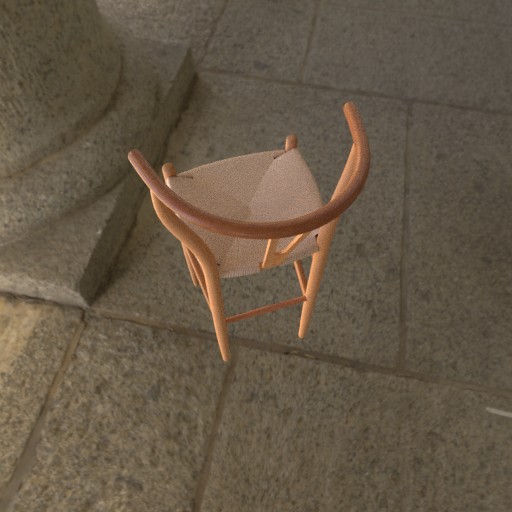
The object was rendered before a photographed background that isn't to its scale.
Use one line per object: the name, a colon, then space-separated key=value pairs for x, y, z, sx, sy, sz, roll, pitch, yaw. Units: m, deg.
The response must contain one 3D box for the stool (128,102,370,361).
stool: x=0.000 y=0.000 z=1.429 sx=0.574 sy=1.068 sz=0.561 roll=-15 pitch=60 yaw=-9
